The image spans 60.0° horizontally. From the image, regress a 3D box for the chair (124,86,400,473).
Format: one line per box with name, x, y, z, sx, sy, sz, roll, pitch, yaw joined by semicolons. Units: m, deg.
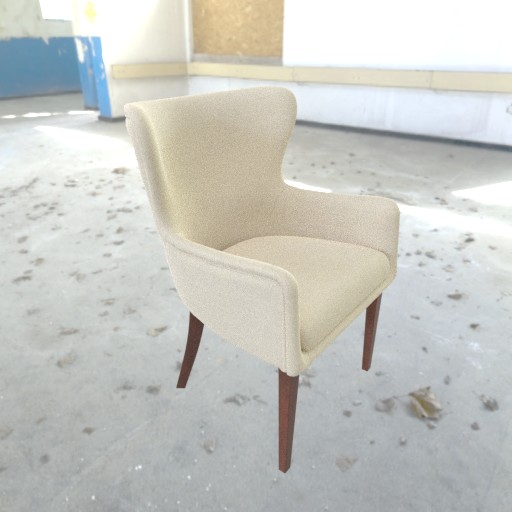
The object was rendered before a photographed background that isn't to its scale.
chair;0.000;0.000;1.464;0.744;0.990;0.696;19;32;33
